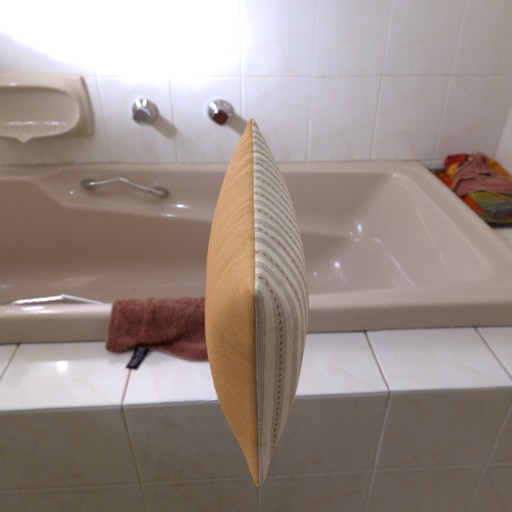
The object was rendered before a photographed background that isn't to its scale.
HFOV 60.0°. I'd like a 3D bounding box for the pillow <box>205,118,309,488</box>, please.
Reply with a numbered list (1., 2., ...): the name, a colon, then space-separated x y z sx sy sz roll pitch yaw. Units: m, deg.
1. pillow: 0.000 0.000 0.716 0.151 0.291 0.608 0 31 -1
